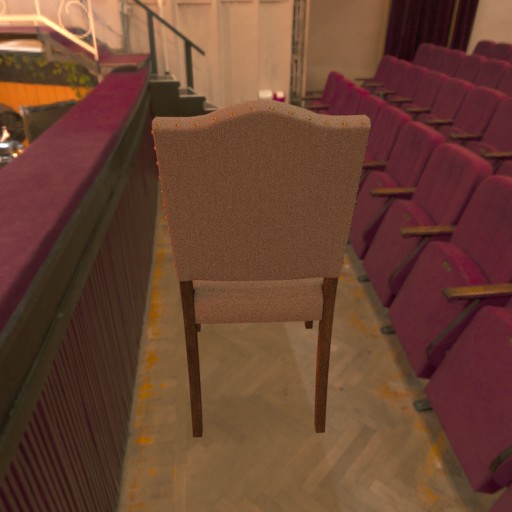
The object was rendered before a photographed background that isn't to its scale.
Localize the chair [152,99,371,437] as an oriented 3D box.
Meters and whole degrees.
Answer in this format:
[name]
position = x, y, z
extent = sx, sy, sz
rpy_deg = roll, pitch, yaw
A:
[chair]
position = 0.000, 0.000, 1.358
extent = 0.508, 1.020, 0.620
rpy_deg = -1, 30, -2
